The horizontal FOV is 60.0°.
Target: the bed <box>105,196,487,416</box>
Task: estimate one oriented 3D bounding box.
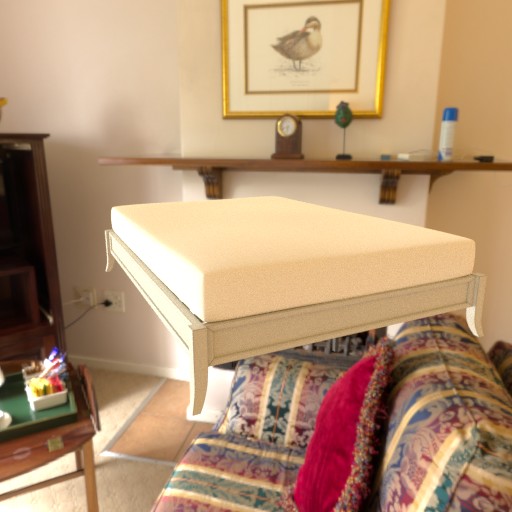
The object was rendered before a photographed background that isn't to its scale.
[{"bbox_3d":[0.000,0.000,2.613,1.460,0.510,1.985,-7,16,-25],"label":"bed"}]
